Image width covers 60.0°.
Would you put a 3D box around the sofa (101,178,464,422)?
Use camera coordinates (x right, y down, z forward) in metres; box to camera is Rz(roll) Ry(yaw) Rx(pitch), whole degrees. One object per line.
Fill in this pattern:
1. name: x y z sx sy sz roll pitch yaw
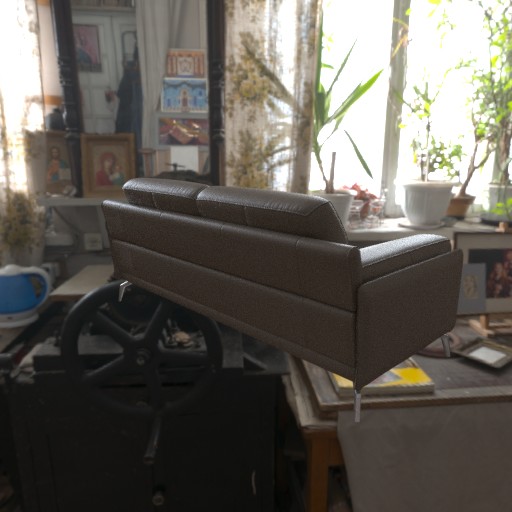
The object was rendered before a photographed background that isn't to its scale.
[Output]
1. sofa: 0.000 0.000 2.682 1.049 0.930 2.101 -14 20 -43
